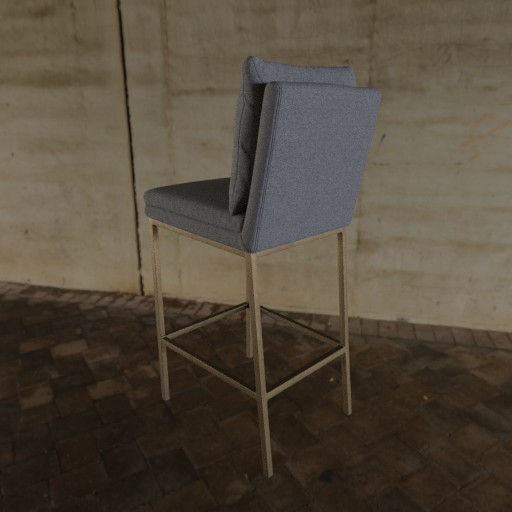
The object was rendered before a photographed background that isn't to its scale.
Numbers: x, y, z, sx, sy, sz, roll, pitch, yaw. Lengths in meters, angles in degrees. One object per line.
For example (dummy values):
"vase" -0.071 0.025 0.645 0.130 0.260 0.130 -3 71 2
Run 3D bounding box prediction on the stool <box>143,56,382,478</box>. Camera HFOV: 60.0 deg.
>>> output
"stool" 0.000 0.000 1.424 0.463 1.130 0.569 -17 24 -42
